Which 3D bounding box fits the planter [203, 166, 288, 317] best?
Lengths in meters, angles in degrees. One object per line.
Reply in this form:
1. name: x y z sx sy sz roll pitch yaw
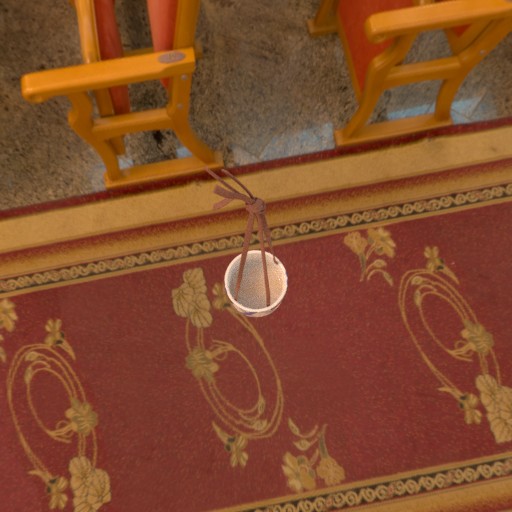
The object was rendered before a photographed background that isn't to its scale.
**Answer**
1. planter: 0.000 0.000 0.836 0.157 0.753 0.153 -10 76 -3
